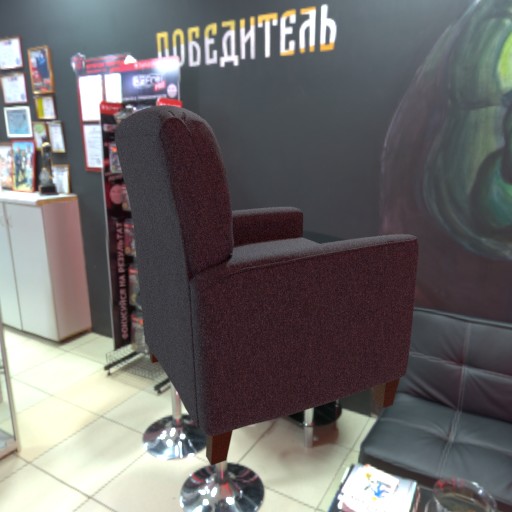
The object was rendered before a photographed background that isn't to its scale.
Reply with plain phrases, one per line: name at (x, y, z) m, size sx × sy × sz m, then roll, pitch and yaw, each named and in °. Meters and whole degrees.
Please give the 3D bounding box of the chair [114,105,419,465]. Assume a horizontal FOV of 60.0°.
chair at (0.000, 0.000, 1.629) m, size 0.850 × 1.016 × 0.839 m, roll -7°, pitch 16°, yaw -26°
